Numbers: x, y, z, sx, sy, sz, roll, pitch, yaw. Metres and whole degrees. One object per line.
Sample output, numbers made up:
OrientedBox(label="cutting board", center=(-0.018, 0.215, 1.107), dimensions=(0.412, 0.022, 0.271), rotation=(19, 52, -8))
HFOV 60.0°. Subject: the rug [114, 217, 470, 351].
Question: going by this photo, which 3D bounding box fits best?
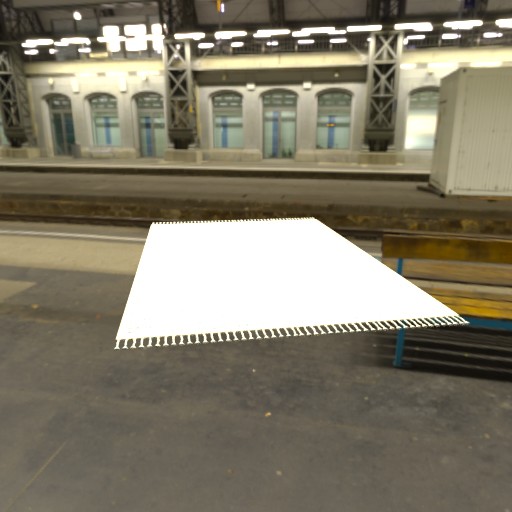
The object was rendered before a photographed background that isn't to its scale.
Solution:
OrientedBox(label="rug", center=(0.000, 0.000, 2.998), dimensions=(1.524, 0.010, 2.438), rotation=(-3, 16, -9))
